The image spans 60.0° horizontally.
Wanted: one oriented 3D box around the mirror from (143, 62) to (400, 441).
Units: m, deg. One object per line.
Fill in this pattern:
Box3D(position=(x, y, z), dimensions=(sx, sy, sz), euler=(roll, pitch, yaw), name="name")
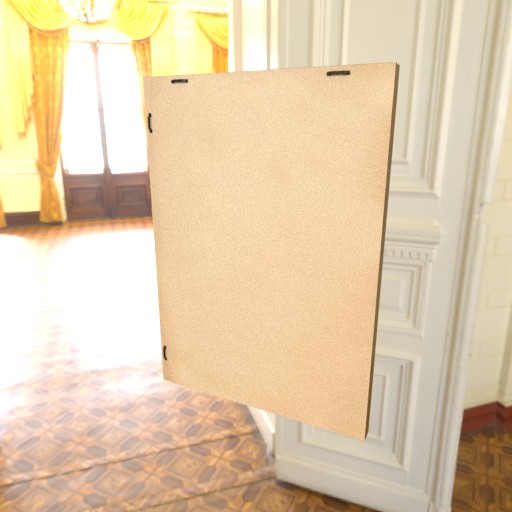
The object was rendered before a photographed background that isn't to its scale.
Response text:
Box3D(position=(0.000, 0.000, 0.918), dimensions=(0.508, 0.711, 0.039), euler=(8, 18, 25), name="mirror")
